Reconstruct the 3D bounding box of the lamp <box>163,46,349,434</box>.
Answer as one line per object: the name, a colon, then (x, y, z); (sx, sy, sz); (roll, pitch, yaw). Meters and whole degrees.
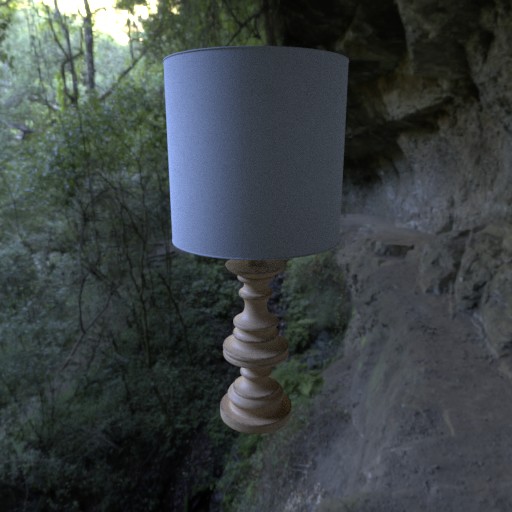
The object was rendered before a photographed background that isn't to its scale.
lamp: (0.000, 0.000, 0.566); (0.208, 0.455, 0.208); (13, 20, 40)
